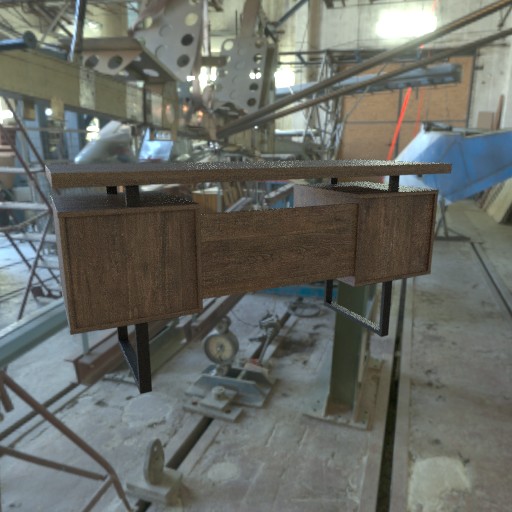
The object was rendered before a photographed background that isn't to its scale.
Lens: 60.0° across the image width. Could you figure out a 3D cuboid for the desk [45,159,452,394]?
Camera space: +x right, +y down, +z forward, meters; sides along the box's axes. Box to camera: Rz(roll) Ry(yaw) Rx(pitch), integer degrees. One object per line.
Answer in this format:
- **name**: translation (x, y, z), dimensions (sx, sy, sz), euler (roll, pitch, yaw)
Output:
- **desk**: translation (0.000, 0.000, 1.871), dimensions (1.524, 0.760, 0.600), euler (-7, 16, -25)
